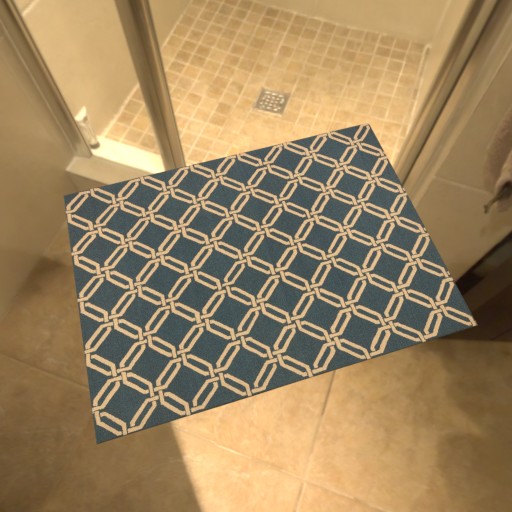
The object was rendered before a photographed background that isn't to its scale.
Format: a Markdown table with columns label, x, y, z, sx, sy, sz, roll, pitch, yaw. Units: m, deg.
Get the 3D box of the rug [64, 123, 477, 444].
| label | x | y | z | sx | sy | sz | roll | pitch | yaw |
| --- | --- | --- | --- | --- | --- | --- | --- | --- | --- |
| rug | 0.000 | 0.000 | 4.197 | 3.342 | 0.018 | 2.432 | -15 | 65 | -7 |
